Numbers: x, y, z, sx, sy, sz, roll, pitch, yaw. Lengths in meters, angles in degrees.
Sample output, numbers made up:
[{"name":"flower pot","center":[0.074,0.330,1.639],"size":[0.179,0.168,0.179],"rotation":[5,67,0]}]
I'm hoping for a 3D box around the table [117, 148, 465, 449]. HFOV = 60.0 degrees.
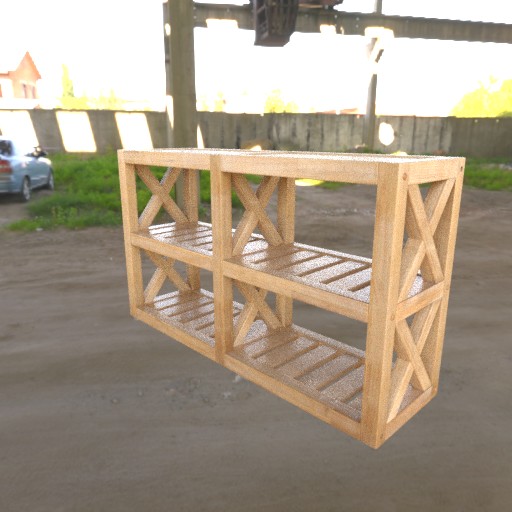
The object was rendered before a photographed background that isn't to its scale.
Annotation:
[{"name":"table","center":[0.000,0.000,1.676],"size":[0.381,0.762,1.320],"rotation":[-15,21,-43]}]
